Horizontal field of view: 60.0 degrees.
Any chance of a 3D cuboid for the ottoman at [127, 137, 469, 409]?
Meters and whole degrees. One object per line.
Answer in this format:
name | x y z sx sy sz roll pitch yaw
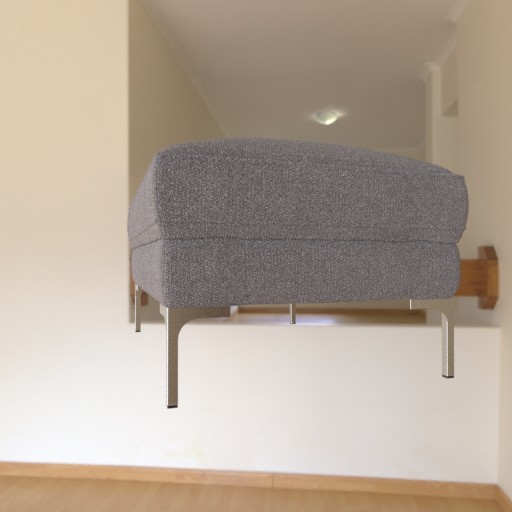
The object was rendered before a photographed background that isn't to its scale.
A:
ottoman | 0.000 0.000 1.106 0.583 0.464 0.785 0 0 -19
